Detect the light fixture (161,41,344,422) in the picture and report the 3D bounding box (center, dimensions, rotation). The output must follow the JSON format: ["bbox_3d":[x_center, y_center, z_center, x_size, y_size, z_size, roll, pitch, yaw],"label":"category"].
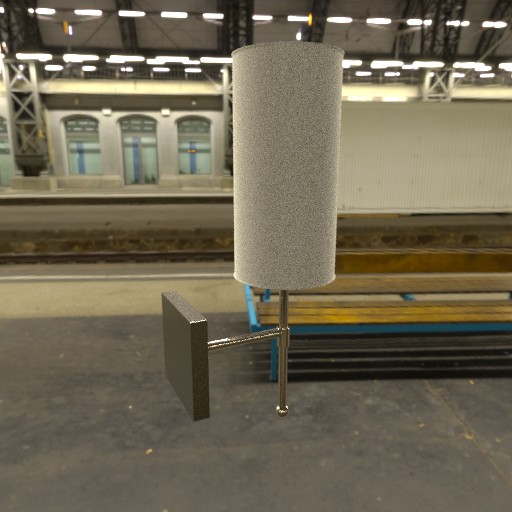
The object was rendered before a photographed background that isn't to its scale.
[{"bbox_3d":[0.000,0.000,0.540,0.208,0.462,0.128,-6,14,-26],"label":"light fixture"}]
